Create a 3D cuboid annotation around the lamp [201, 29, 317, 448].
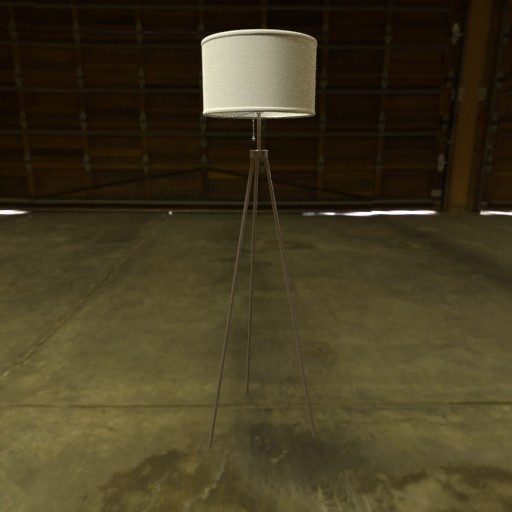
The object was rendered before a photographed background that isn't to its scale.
[{"bbox_3d":[0.000,0.000,1.742,0.448,1.545,0.458,14,20,43],"label":"lamp"}]
